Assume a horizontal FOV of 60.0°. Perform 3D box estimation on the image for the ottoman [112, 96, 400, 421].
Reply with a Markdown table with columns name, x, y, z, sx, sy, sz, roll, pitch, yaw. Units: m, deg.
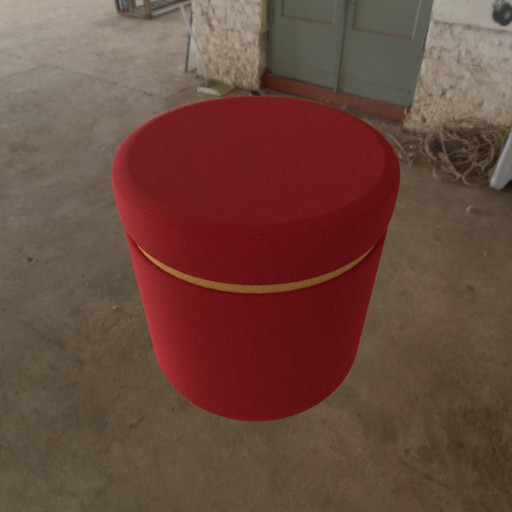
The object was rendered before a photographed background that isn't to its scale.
| name | x | y | z | sx | sy | sz | roll | pitch | yaw |
| --- | --- | --- | --- | --- | --- | --- | --- | --- | --- |
| ottoman | 0.000 | 0.000 | 0.750 | 0.400 | 0.406 | 0.400 | 0 | 42 | 0 |
